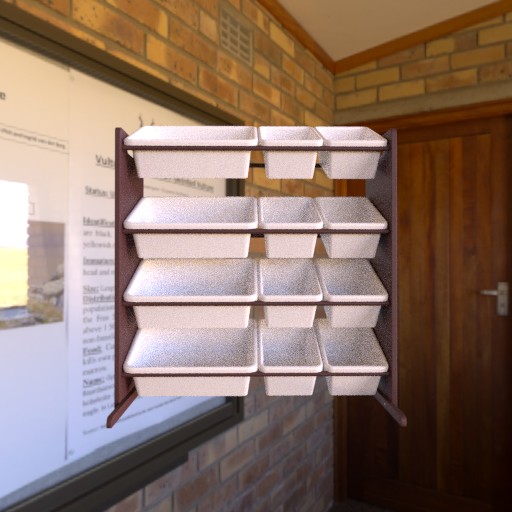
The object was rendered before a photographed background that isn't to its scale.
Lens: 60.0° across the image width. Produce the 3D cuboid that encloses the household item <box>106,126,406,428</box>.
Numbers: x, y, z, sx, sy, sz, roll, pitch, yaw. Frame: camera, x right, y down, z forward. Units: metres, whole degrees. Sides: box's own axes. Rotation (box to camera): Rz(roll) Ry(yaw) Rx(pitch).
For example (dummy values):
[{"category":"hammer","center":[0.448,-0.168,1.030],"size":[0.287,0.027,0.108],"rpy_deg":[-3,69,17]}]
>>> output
[{"category":"household item","center":[0.000,0.000,1.310],"size":[0.787,0.864,0.389],"rpy_deg":[0,0,-1]}]
